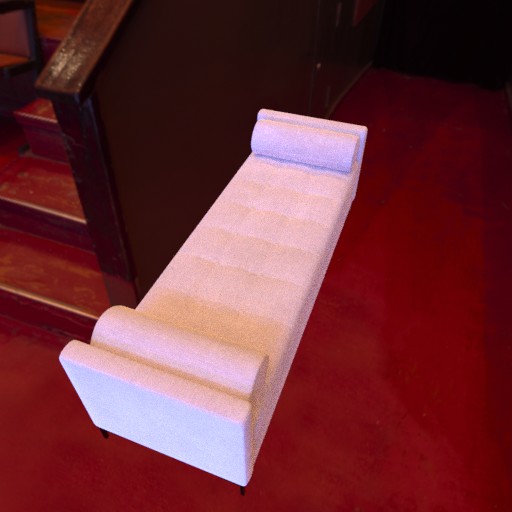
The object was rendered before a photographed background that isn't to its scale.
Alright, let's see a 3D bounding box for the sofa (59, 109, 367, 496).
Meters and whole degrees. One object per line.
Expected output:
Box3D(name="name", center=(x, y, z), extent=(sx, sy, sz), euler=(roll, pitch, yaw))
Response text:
Box3D(name="sofa", center=(0.000, 0.000, 2.274), extent=(0.686, 0.635, 1.981), euler=(15, 46, 15))
